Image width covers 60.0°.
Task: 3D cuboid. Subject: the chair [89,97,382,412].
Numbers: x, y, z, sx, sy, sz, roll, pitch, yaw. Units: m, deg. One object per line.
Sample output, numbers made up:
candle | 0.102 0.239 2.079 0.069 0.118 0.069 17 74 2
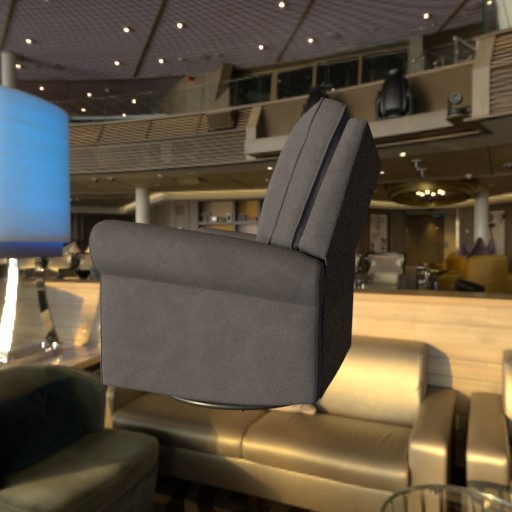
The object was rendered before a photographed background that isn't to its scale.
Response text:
chair | 0.000 0.000 1.681 0.878 0.961 0.890 0 2 19
